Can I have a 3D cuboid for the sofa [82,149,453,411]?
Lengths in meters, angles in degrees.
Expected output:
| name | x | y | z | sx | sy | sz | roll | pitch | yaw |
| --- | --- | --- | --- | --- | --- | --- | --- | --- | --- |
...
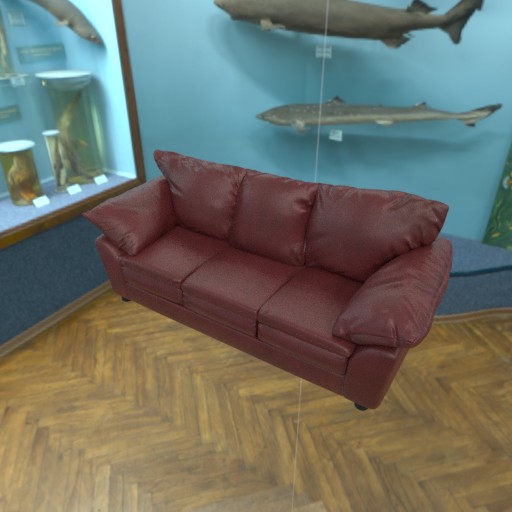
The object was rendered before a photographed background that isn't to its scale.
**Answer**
| name | x | y | z | sx | sy | sz | roll | pitch | yaw |
| --- | --- | --- | --- | --- | --- | --- | --- | --- | --- |
| sofa | 0.000 | 0.000 | 2.972 | 2.390 | 1.091 | 0.907 | 18 | 35 | 28 |
